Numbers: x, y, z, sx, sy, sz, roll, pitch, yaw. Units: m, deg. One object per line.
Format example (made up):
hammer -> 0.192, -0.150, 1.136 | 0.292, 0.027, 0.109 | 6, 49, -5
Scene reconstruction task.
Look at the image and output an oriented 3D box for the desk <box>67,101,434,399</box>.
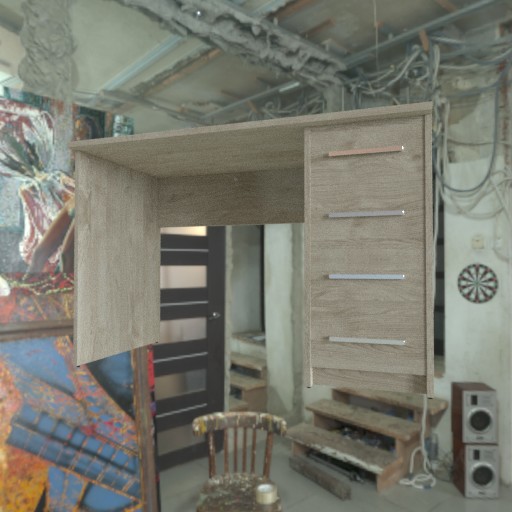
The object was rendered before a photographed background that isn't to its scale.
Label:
desk -> 0.000, 0.000, 1.507 | 1.096, 0.730, 0.560 | 0, -1, 19
